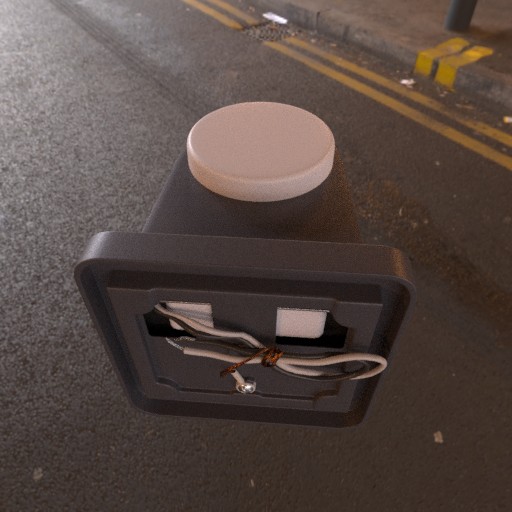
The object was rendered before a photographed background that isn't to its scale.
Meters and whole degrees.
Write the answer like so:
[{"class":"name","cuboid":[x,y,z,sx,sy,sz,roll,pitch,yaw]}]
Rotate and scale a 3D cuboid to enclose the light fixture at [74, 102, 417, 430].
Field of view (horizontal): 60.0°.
[{"class":"light fixture","cuboid":[0.000,0.000,0.211,0.109,0.109,0.132,3,46,3]}]
